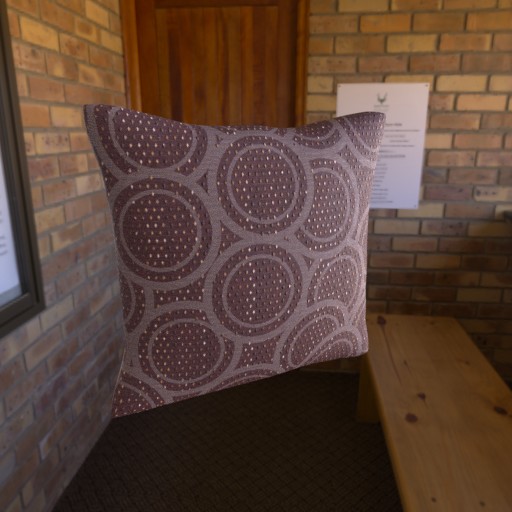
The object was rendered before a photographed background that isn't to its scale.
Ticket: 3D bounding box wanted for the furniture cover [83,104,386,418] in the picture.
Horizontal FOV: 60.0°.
[{"bbox_3d":[0.000,0.000,0.804,0.552,0.509,0.193,-7,17,-25],"label":"furniture cover"}]
